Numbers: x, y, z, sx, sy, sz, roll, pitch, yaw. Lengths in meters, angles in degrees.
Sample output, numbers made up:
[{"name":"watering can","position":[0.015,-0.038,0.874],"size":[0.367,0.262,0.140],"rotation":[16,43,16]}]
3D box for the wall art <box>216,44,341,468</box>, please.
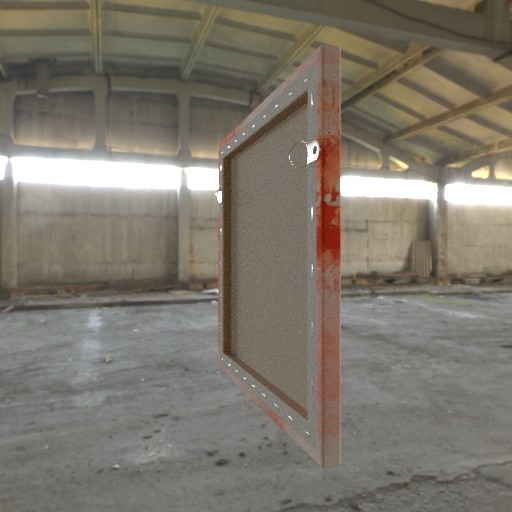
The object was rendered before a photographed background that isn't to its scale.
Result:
[{"name":"wall art","position":[0.000,0.000,1.130],"size":[0.064,0.746,0.747],"rotation":[0,0,-19]}]
